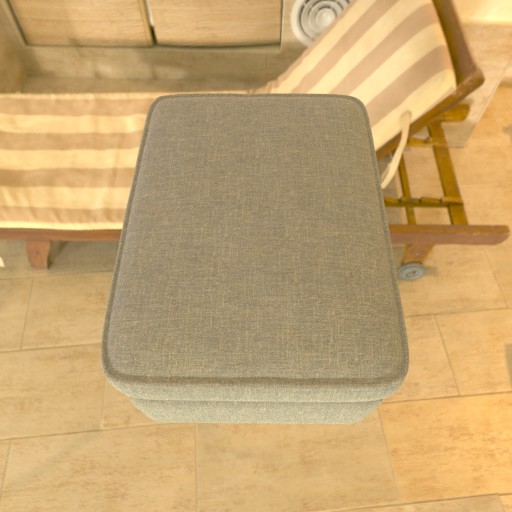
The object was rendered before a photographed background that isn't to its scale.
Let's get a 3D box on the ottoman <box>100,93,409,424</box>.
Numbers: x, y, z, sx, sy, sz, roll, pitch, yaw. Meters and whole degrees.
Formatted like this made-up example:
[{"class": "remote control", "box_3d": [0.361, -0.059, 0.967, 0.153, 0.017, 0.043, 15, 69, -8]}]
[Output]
[{"class": "ottoman", "box_3d": [0.000, 0.000, 1.105, 0.559, 0.457, 0.762, 0, 59, 0]}]
